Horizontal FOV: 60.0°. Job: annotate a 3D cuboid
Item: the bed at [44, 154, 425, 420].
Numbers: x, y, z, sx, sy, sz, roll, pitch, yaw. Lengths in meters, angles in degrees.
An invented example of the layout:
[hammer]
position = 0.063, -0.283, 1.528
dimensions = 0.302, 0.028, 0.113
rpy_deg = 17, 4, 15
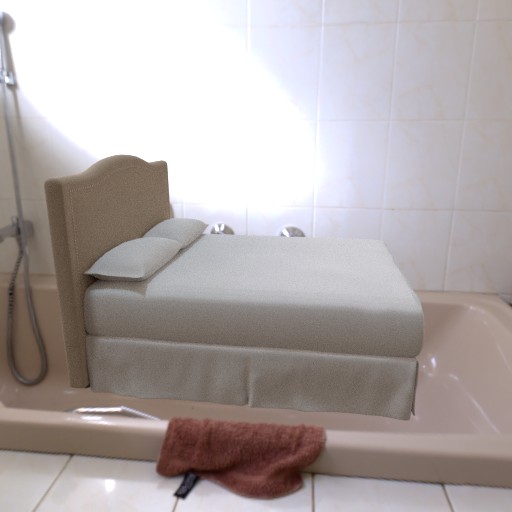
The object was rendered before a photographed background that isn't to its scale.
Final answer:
[bed]
position = 0.000, 0.000, 3.148
dimensions = 2.052, 1.398, 1.678
rpy_deg = 2, 16, 8
